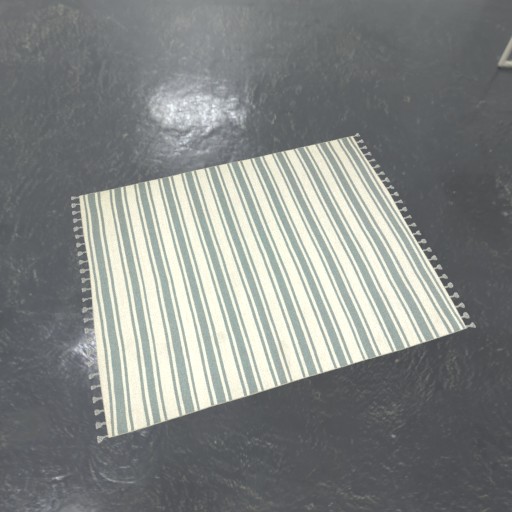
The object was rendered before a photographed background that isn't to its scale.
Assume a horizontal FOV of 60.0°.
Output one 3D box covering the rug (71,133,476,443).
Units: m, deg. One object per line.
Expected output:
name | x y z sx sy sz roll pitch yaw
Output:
rug | 0.000 0.000 4.123 3.201 0.005 2.439 -14 59 -9
